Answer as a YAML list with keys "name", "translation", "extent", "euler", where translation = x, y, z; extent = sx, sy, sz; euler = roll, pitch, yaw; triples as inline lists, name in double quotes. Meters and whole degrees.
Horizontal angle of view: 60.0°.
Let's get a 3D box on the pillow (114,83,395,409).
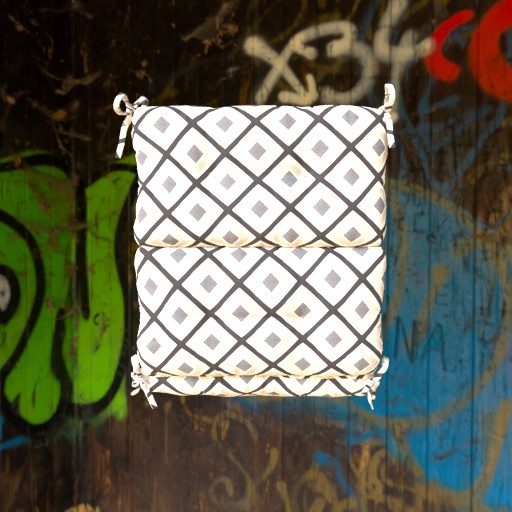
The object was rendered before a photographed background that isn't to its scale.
- name: "pillow"
  translation: [0.000, 0.000, 1.029]
  extent: [0.519, 0.605, 0.571]
  euler: [0, 1, 0]
